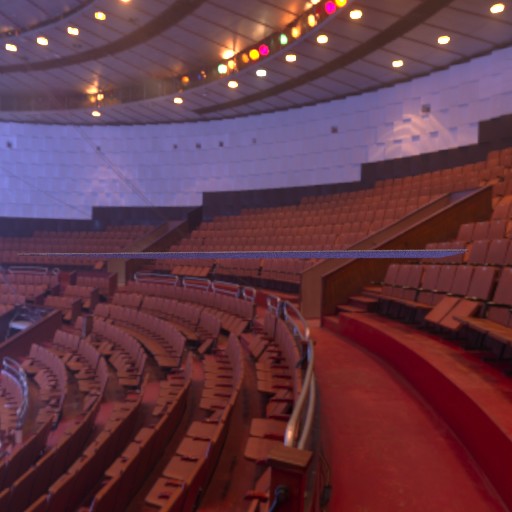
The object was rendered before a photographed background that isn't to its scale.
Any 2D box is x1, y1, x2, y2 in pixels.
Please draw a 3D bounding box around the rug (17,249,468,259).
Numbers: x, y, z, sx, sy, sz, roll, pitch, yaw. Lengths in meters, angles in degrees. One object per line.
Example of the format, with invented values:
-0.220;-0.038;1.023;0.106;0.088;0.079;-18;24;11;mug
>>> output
0.000;0.000;2.817;2.284;0.008;1.522;0;-1;18;rug
